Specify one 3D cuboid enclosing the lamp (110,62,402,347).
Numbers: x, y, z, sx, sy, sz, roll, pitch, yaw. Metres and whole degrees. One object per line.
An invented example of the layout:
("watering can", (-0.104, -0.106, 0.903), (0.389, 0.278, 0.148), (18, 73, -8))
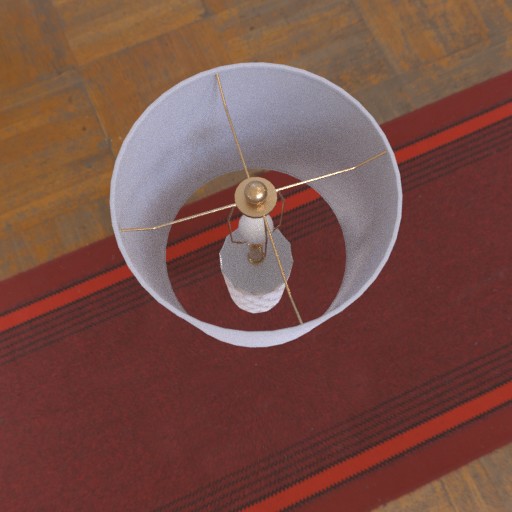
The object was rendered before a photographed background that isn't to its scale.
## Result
("lamp", (0.000, 0.000, 0.680), (0.277, 0.537, 0.277), (20, 77, 5))
